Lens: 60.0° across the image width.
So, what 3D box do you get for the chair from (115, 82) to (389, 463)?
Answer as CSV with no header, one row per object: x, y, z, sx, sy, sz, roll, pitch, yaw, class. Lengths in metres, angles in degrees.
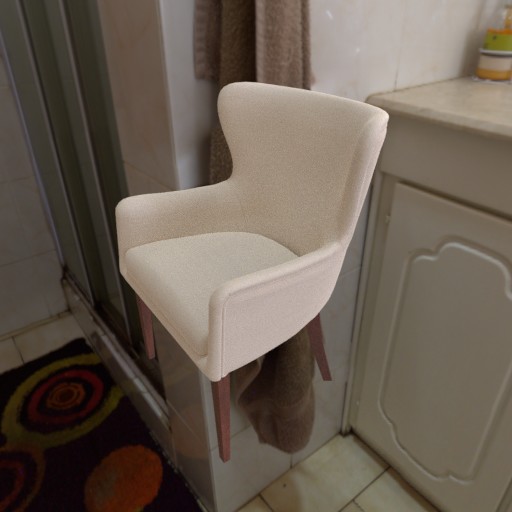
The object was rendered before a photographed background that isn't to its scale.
0.000,0.000,1.494,0.744,0.990,0.696,-20,37,-30,chair
